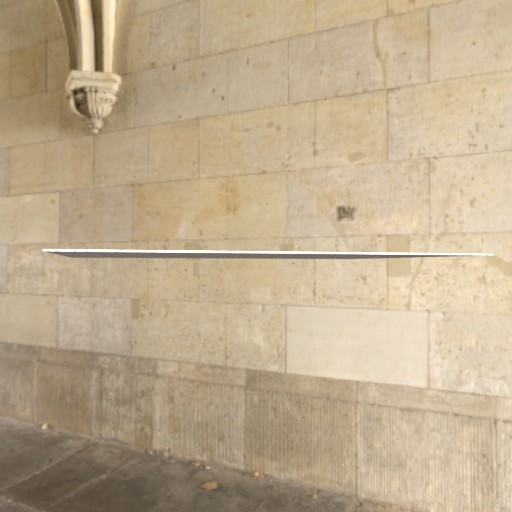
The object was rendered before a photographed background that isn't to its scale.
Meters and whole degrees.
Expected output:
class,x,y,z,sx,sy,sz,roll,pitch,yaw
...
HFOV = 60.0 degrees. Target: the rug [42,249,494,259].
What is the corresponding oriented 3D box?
class,x,y,z,sx,sy,sz,roll,pitch,yaw
rug,0.000,0.000,2.253,1.827,0.007,1.211,0,-1,-19
